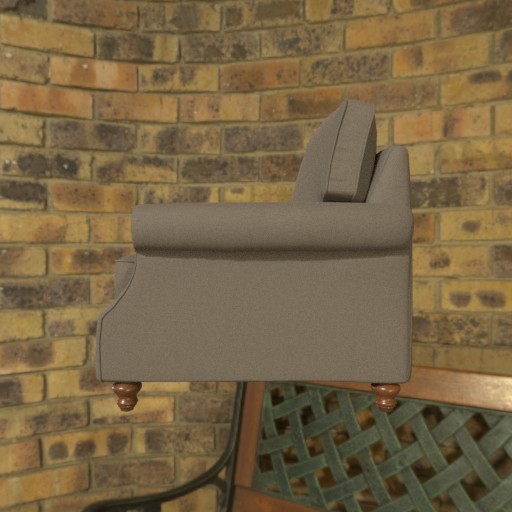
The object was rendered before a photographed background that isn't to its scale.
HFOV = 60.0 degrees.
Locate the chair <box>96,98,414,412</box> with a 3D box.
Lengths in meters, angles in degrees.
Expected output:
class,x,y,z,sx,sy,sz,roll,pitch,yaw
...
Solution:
class,x,y,z,sx,sy,sz,roll,pitch,yaw
chair,0.000,0.000,1.742,0.966,0.967,1.029,0,0,0
